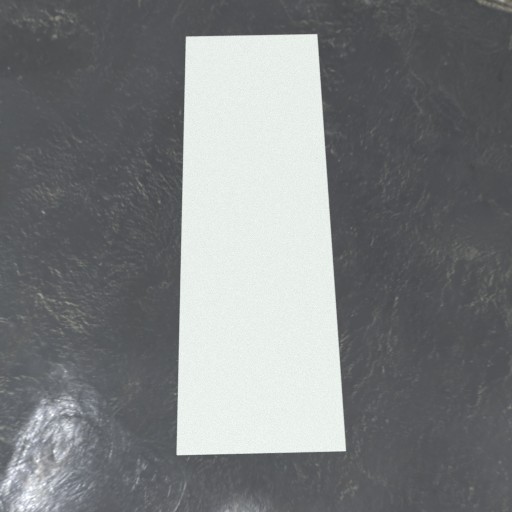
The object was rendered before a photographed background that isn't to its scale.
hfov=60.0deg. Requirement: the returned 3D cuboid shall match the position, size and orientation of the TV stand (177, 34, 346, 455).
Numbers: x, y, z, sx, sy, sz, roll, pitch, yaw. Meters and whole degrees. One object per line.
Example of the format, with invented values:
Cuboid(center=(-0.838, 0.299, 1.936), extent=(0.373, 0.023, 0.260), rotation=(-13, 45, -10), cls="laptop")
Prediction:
Cuboid(center=(0.000, 0.000, 1.606), extent=(0.406, 0.812, 1.193), rotation=(-1, 75, 0), cls="TV stand")
